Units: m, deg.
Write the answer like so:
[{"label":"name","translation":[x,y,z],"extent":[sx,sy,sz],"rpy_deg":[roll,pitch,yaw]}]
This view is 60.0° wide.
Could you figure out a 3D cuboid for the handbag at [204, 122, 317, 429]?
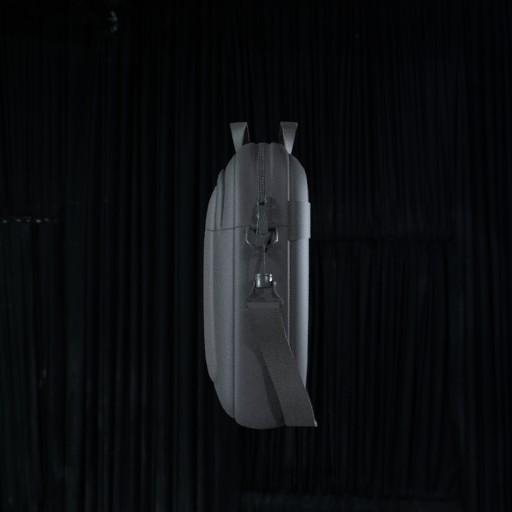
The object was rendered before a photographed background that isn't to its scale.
[{"label":"handbag","translation":[0.000,0.000,0.593],"extent":[0.126,0.330,0.429],"rpy_deg":[0,0,2]}]
